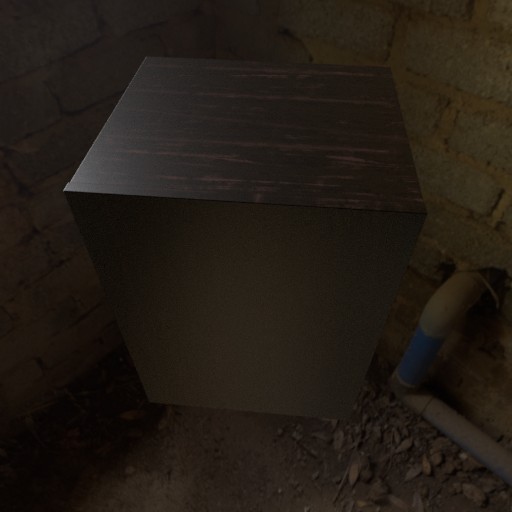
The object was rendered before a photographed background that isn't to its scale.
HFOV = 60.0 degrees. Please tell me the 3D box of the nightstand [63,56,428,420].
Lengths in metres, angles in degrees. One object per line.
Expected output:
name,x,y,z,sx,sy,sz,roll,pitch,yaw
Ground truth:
nightstand,0.000,0.000,0.808,0.400,0.559,0.356,4,48,4
